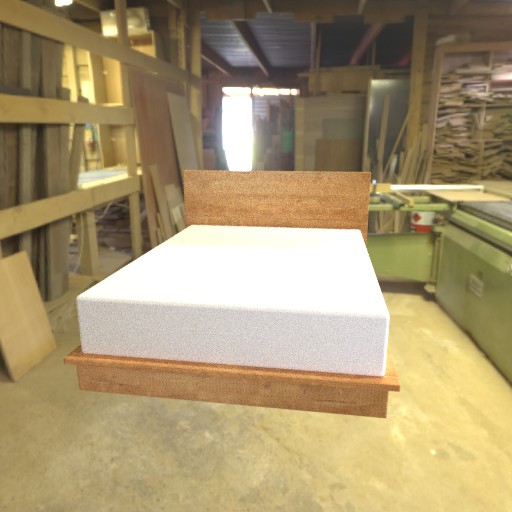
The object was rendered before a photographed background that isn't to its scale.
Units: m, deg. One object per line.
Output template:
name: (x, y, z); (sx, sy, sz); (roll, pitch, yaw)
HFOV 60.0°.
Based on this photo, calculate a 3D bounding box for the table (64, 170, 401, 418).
table: (0.000, 0.000, 3.142); (1.707, 1.041, 2.149); (2, 15, 9)
